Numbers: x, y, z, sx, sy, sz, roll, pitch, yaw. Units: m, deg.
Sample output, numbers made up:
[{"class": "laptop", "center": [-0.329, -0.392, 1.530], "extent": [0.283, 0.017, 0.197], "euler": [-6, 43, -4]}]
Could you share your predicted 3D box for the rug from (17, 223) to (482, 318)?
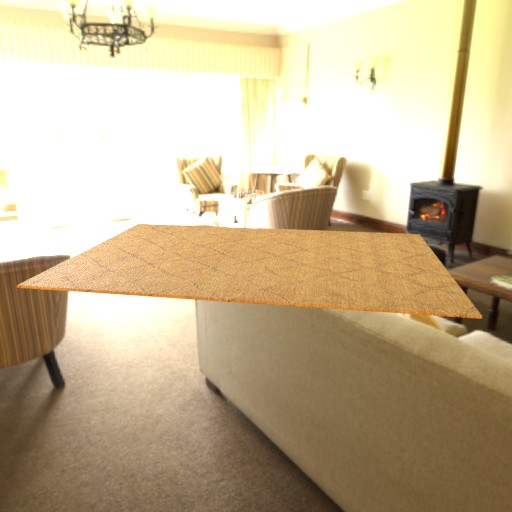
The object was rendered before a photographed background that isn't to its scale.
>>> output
[{"class": "rug", "center": [0.000, 0.000, 2.866], "extent": [2.292, 0.014, 1.528], "euler": [3, 17, 9]}]
